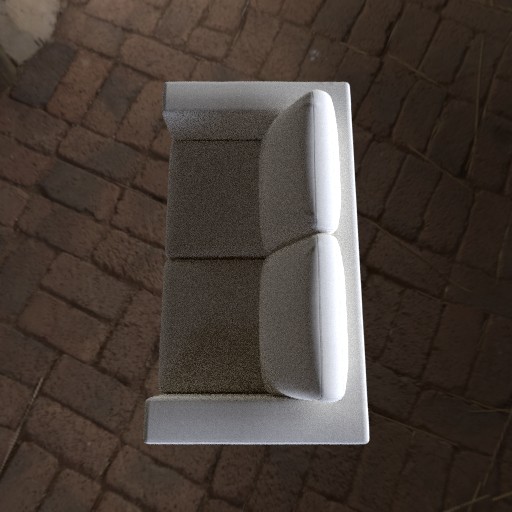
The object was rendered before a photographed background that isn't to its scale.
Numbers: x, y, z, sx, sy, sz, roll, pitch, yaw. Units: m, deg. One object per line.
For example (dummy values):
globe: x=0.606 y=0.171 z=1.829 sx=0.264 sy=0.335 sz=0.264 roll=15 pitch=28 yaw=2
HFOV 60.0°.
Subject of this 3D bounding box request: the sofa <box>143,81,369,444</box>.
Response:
sofa: x=0.000 y=0.000 z=2.337 sx=1.009 sy=0.932 sz=1.813 roll=0 pitch=76 yaw=0
